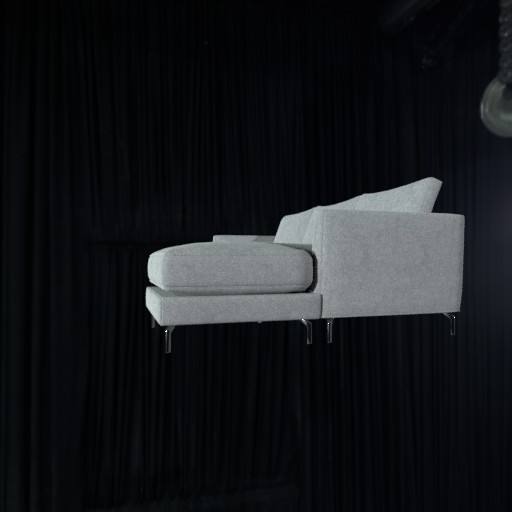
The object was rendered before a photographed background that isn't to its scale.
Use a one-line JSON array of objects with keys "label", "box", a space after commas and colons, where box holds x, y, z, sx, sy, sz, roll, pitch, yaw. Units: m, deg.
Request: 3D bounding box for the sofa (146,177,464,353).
[{"label": "sofa", "box": [0.000, 0.000, 3.247, 1.626, 0.864, 2.438, 0, -1, -18]}]
